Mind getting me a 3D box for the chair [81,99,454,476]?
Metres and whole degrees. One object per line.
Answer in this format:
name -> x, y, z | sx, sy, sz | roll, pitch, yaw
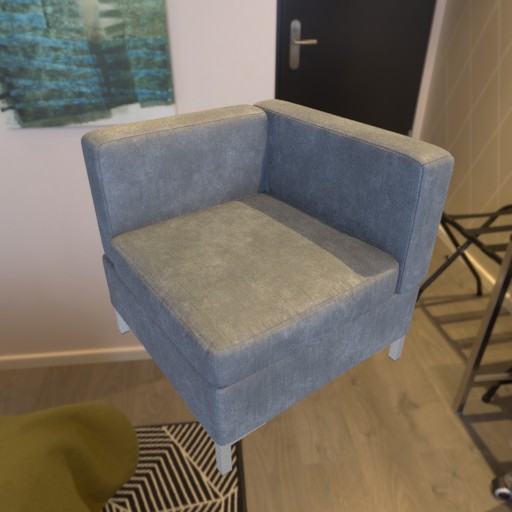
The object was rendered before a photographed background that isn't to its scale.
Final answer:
chair -> 0.000, 0.000, 1.217 | 0.680, 0.660, 0.680 | -21, 38, -30
